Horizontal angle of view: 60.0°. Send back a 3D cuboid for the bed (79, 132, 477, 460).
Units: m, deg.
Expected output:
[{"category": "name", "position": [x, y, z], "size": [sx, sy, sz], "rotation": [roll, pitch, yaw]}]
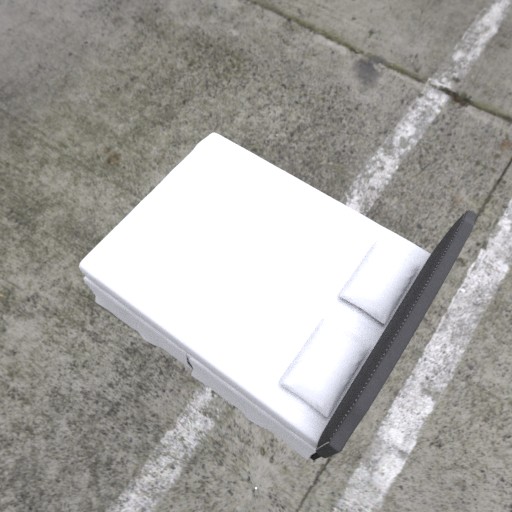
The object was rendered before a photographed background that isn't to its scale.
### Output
[{"category": "bed", "position": [0.000, 0.000, 2.875], "size": [1.999, 1.270, 1.558], "rotation": [33, 67, 16]}]
